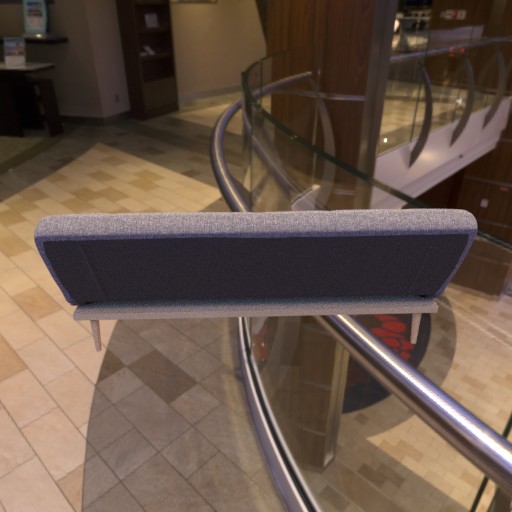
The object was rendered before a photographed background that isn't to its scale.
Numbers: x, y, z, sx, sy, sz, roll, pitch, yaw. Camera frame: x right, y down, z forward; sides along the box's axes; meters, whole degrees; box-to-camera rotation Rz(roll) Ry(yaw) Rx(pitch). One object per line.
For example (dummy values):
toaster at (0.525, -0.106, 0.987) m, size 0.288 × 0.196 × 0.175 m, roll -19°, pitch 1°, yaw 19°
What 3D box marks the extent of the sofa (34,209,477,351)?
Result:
sofa at (0.000, 0.000, 2.282) m, size 1.820 × 0.770 × 0.820 m, roll -1°, pitch 30°, yaw -2°
